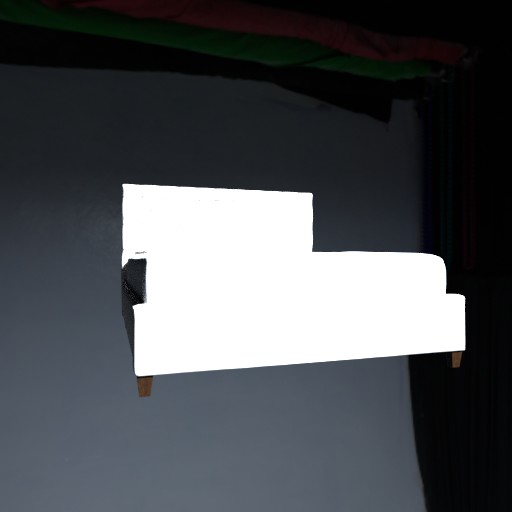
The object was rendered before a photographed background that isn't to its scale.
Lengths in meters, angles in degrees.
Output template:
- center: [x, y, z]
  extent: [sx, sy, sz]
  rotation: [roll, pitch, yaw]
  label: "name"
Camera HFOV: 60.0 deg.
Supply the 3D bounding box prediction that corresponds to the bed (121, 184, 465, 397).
- center: [0.000, 0.000, 3.639]
  extent: [2.078, 1.427, 2.387]
  rotation: [0, 0, -18]
  label: "bed"
